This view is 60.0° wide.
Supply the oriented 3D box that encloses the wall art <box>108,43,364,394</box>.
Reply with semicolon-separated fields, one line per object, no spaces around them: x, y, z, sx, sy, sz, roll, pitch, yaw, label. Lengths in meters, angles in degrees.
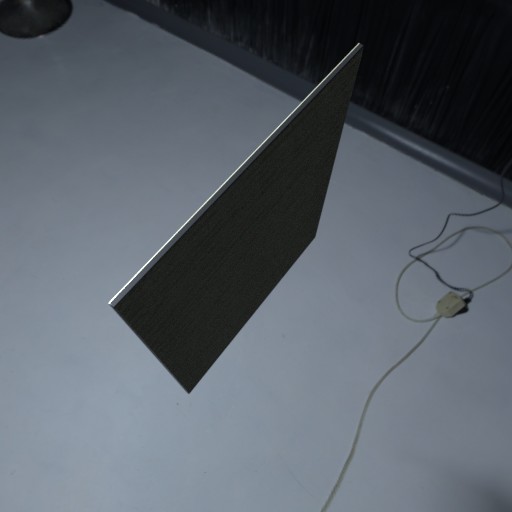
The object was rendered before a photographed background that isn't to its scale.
0.000;0.000;0.783;0.009;0.559;0.483;35;69;15;wall art
